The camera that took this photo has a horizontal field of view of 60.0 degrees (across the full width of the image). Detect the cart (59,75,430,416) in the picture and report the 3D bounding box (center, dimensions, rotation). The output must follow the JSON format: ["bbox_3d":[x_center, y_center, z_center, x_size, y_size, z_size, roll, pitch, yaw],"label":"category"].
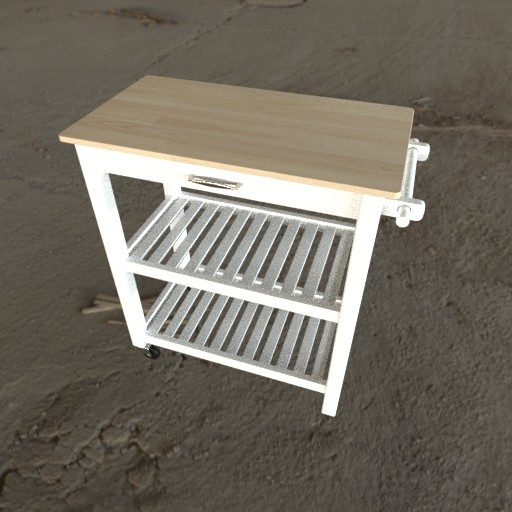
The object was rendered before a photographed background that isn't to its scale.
[{"bbox_3d":[0.000,0.000,1.466,0.899,0.927,0.457,12,43,14],"label":"cart"}]
